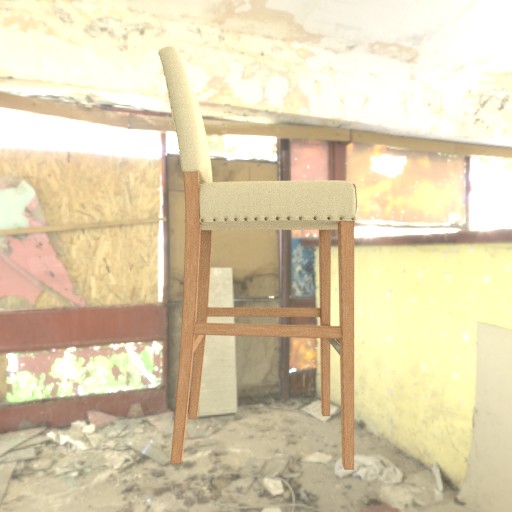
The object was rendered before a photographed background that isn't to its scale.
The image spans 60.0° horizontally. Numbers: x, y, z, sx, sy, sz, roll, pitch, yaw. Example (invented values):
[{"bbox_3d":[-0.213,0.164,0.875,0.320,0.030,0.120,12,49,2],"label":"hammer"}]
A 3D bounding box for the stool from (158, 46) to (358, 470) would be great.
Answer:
[{"bbox_3d":[0.000,0.000,1.391,0.546,1.143,0.428,0,1,0],"label":"stool"}]
